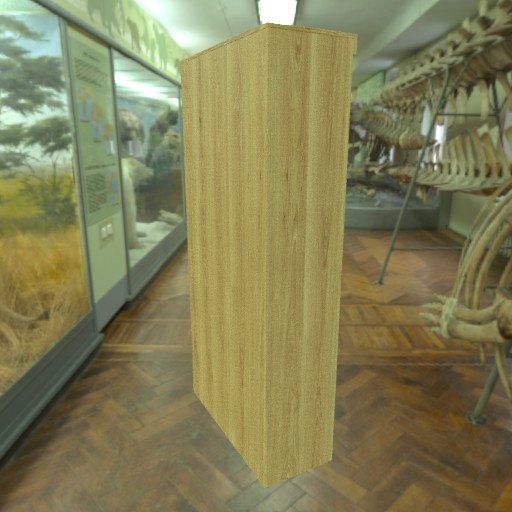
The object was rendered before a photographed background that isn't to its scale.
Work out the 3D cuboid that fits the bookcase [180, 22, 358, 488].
[{"bbox_3d":[0.000,0.000,2.354,0.420,2.020,0.950,-8,17,-27],"label":"bookcase"}]
